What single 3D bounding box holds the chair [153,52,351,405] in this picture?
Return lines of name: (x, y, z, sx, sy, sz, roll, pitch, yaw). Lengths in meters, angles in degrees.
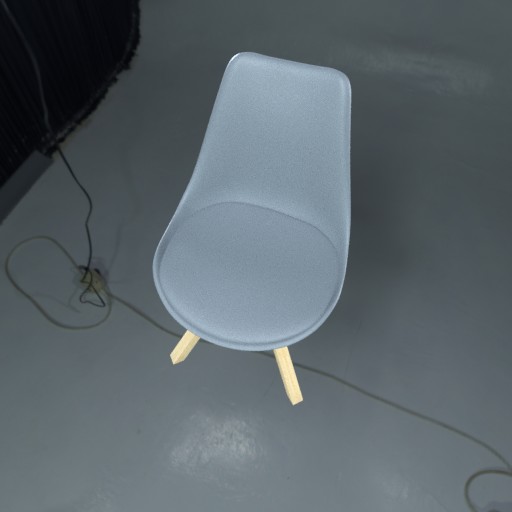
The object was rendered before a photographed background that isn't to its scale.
chair: (0.000, 0.000, 1.211, 0.485, 0.850, 0.549, 16, 59, 10)
